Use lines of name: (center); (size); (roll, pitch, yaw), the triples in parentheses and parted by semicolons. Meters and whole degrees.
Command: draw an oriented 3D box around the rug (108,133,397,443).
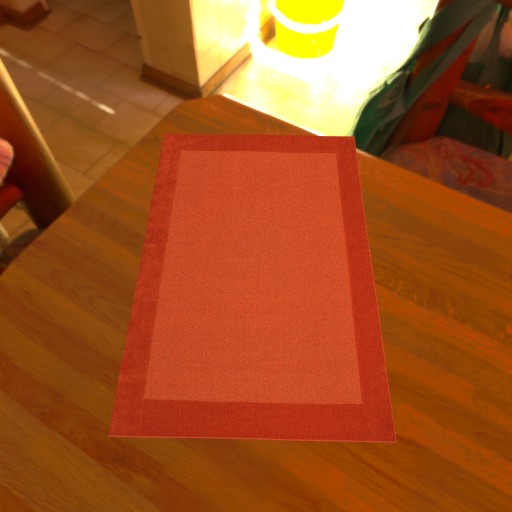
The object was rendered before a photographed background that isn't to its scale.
rug: (0.000, 0.000, 2.357); (1.219, 0.014, 1.829); (1, 58, 1)
